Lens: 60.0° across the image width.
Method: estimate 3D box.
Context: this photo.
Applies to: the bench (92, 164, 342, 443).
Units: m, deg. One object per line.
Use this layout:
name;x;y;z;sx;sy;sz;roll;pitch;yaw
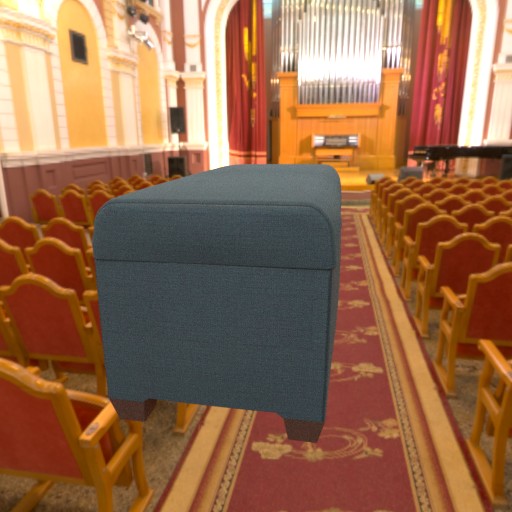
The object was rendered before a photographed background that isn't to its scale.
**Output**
bench;0.000;0.000;1.271;0.476;0.474;0.995;3;16;10
